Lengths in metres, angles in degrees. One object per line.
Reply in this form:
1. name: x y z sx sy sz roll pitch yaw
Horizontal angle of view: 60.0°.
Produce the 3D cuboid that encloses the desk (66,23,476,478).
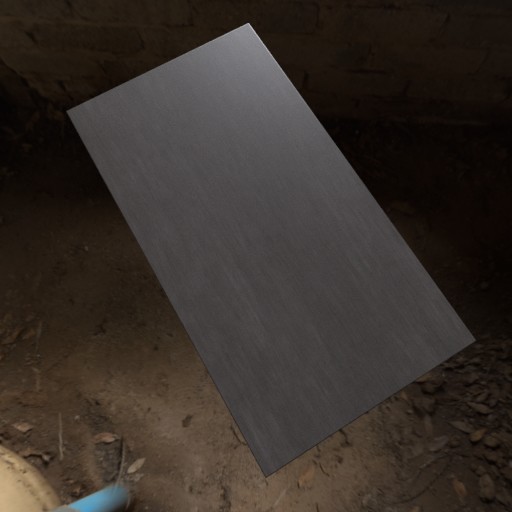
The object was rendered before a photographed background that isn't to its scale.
1. desk: 0.000 0.000 1.529 0.600 0.750 1.100 -30 76 -8
